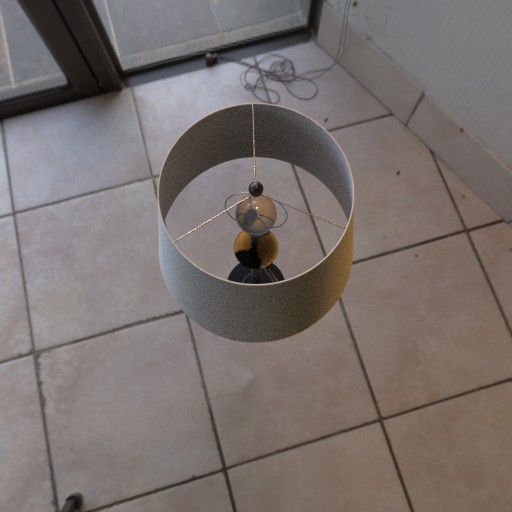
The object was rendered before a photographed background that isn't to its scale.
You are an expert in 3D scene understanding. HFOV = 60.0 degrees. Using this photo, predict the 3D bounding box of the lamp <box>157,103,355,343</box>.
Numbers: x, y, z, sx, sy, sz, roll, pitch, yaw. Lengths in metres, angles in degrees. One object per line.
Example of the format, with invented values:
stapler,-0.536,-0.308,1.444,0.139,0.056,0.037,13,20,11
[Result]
lamp,0.000,0.000,0.911,0.363,0.696,0.363,0,75,0
